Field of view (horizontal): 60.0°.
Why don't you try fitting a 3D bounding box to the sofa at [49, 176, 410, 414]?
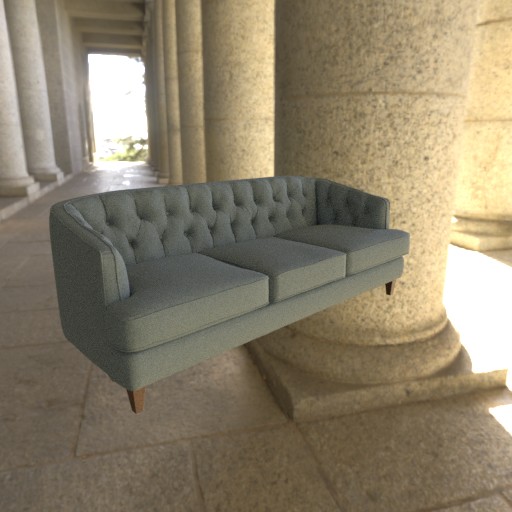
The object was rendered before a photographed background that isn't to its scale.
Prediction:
[{"bbox_3d":[0.000,0.000,2.758,2.278,0.855,0.941,-14,21,-42],"label":"sofa"}]
